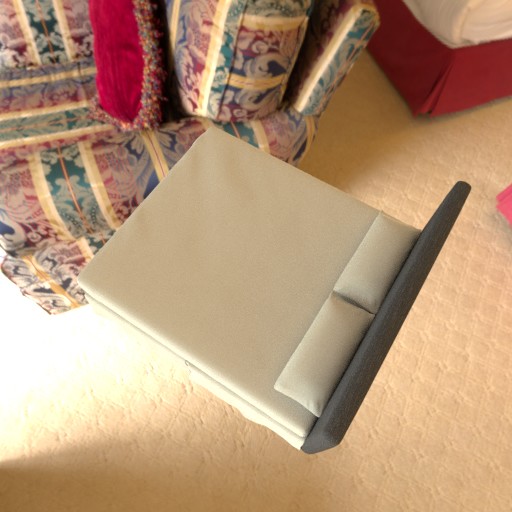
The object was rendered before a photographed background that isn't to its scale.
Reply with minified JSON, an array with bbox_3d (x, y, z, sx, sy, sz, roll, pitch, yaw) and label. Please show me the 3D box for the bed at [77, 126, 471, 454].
[{"bbox_3d":[0.000,0.000,3.290,2.142,1.330,1.884,30,68,14],"label":"bed"}]
